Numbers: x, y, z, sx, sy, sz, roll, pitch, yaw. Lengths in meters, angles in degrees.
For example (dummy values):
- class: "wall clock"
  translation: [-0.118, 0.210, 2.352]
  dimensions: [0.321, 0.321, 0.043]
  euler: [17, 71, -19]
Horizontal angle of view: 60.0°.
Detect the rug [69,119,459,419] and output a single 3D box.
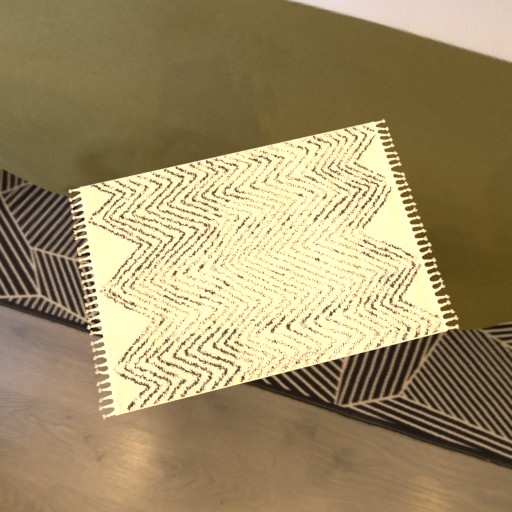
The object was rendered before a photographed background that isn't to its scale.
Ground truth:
- class: "rug"
  translation: [0.000, 0.000, 2.337]
  dimensions: [1.847, 0.014, 1.230]
  euler: [-13, 76, -3]
